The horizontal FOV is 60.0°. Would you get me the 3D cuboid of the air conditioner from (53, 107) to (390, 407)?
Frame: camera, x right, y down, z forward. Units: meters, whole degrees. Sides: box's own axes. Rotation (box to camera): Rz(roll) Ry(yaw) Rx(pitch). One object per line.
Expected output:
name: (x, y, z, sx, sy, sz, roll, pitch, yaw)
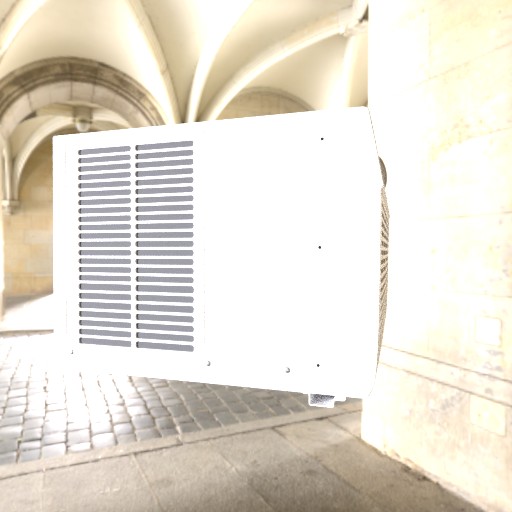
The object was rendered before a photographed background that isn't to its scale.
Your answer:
air conditioner: (0.000, 0.000, 1.047, 0.599, 0.455, 0.645, 0, 1, 18)
